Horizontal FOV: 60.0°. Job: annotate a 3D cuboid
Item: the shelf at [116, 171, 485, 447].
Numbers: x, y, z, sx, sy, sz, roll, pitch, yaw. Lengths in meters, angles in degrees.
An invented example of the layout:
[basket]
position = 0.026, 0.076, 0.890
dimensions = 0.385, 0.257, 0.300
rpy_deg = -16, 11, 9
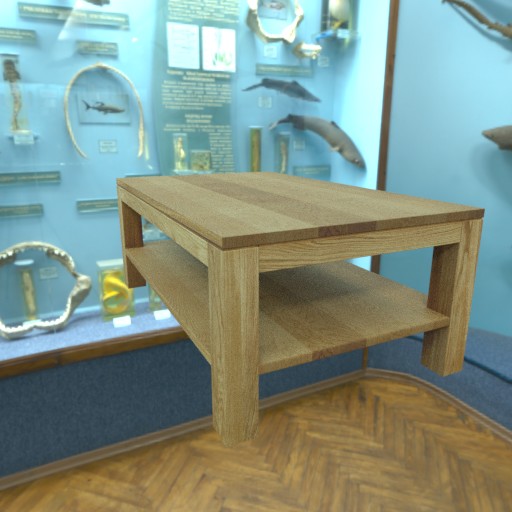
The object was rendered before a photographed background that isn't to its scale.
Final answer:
[shelf]
position = 0.000, 0.000, 1.506
dimensions = 0.700, 0.450, 1.150
rpy_deg = -8, 18, -25
